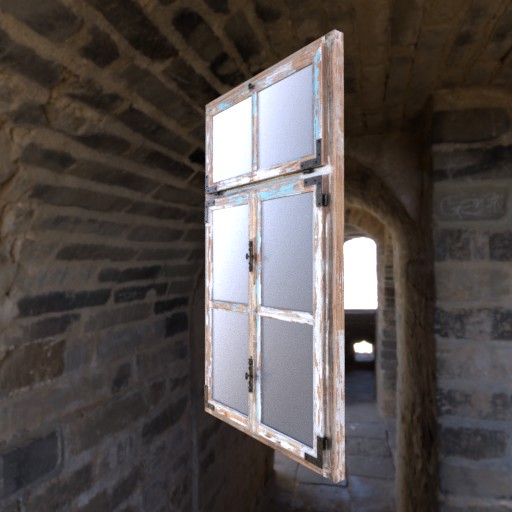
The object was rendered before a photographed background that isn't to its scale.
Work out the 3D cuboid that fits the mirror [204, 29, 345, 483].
[{"bbox_3d":[0.000,0.000,1.469,0.083,1.213,0.707,1,-1,-36],"label":"mirror"}]
